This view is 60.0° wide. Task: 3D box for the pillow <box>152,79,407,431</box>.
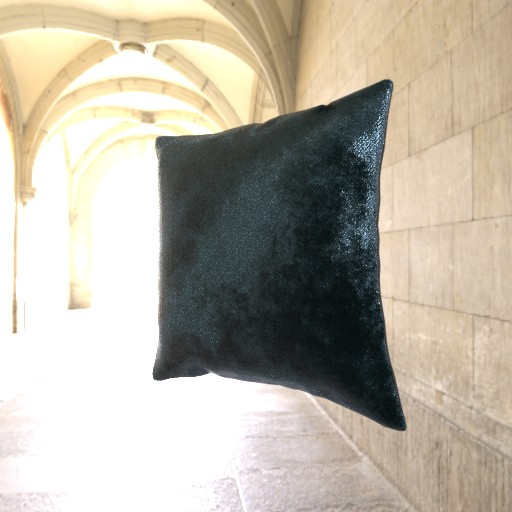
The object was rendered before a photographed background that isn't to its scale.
[{"bbox_3d":[0.000,0.000,0.650,0.436,0.430,0.138,0,0,35],"label":"pillow"}]
